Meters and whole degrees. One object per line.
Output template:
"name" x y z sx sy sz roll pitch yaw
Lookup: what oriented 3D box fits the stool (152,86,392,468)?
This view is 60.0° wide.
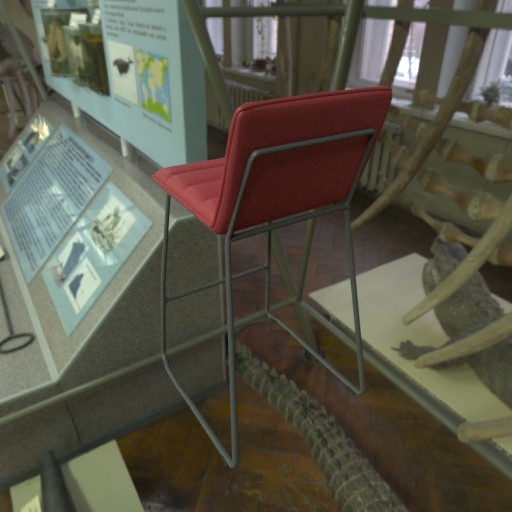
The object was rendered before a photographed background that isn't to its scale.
"stool" 0.000 0.000 1.241 0.489 0.937 0.524 -18 34 -28
